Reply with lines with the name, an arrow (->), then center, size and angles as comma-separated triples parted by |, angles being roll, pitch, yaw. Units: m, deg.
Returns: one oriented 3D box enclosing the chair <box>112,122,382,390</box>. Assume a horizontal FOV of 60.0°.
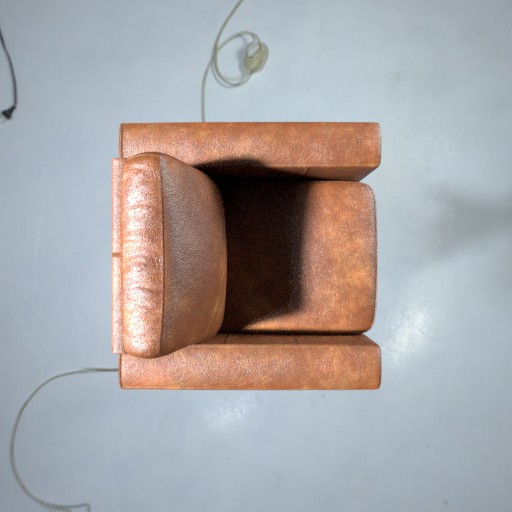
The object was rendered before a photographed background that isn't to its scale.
chair -> 0.000, 0.000, 1.769 | 1.016, 0.873, 1.005 | 0, 90, 0
